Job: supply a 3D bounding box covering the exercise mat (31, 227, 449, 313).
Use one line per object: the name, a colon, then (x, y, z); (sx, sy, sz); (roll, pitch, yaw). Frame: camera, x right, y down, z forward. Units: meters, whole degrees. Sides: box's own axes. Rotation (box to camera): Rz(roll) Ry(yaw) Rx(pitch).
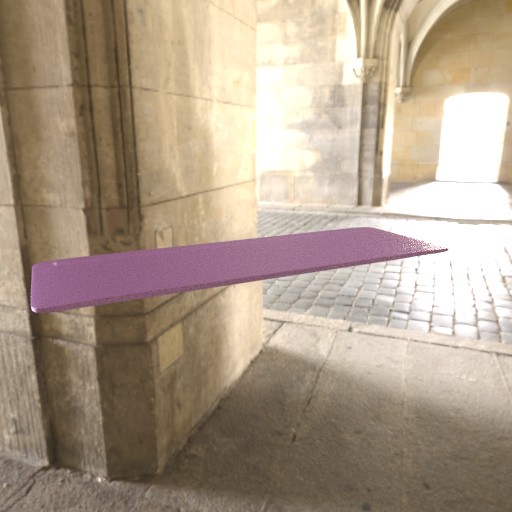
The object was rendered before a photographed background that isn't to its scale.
exercise mat: (0.000, 0.000, 2.050); (1.869, 0.021, 0.616); (-7, 17, -25)
